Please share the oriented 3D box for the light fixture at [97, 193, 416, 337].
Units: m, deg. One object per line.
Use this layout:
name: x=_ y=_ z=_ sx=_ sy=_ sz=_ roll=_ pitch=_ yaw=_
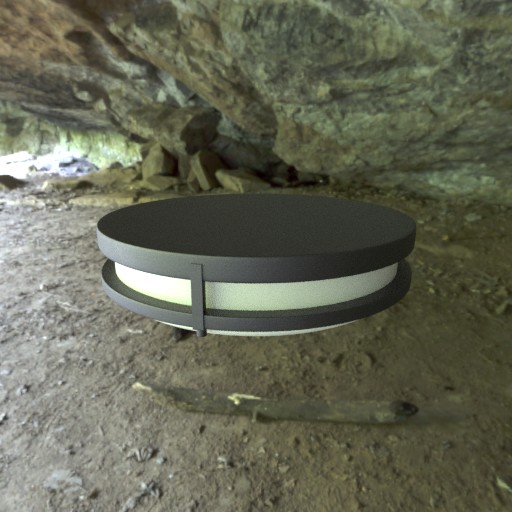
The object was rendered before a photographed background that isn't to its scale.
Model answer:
light fixture: x=0.000 y=0.000 z=0.533 sx=0.356 sy=0.102 sz=0.356 roll=0 pitch=16 yaw=0
